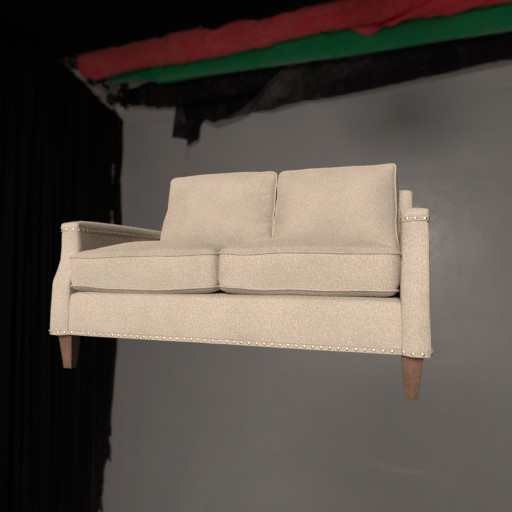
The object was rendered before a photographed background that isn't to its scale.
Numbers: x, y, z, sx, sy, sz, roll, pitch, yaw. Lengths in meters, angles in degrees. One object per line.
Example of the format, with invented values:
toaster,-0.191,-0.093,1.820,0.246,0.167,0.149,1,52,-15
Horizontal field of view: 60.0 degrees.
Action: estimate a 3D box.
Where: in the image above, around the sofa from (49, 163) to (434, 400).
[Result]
sofa,0.000,0.000,2.210,1.597,1.003,1.084,0,-1,19
